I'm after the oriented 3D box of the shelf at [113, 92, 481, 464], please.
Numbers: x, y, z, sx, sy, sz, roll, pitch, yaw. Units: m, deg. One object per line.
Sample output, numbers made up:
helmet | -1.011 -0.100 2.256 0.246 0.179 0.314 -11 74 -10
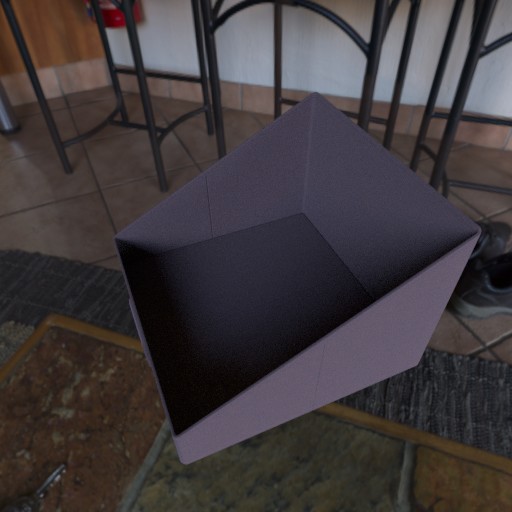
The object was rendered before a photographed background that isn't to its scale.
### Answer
shelf | 0.000 0.000 0.499 0.292 0.210 0.292 -17 47 -16
